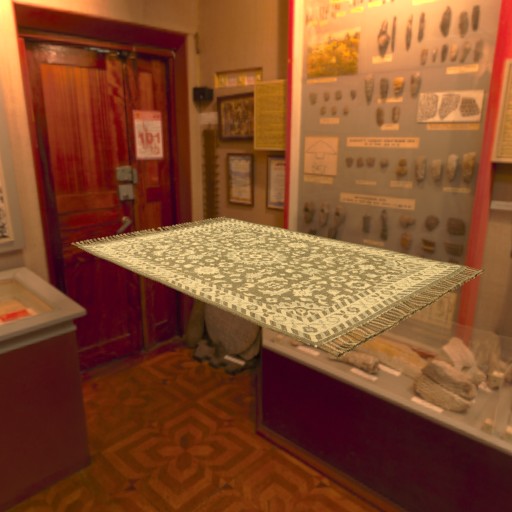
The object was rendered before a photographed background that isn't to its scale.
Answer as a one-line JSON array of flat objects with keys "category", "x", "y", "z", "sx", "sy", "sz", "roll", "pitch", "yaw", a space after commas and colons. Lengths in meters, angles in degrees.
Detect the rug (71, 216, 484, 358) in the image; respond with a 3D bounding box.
[{"category": "rug", "x": 0.000, "y": 0.000, "z": 3.001, "sx": 1.530, "sy": 0.025, "sz": 2.431, "roll": -15, "pitch": 22, "yaw": -43}]
